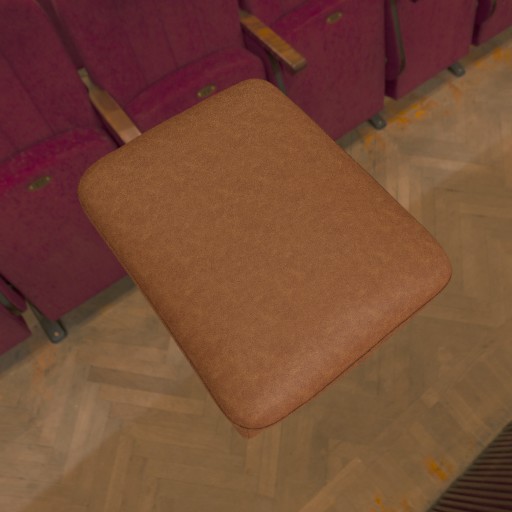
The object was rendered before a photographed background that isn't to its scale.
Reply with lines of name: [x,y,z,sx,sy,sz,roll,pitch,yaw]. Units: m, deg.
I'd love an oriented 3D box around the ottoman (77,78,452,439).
ottoman: [0.000,0.000,1.154,0.593,0.478,0.747,-34,69,-16]
